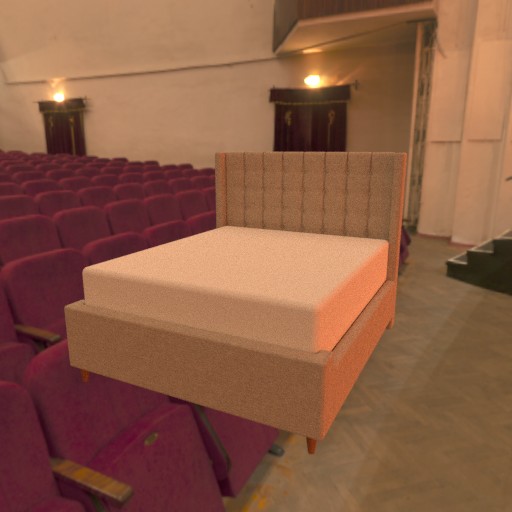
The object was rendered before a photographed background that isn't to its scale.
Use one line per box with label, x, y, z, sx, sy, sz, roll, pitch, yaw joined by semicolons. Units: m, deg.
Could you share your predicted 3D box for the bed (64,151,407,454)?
bed;0.000;0.000;3.840;2.045;1.743;2.370;7;15;26
